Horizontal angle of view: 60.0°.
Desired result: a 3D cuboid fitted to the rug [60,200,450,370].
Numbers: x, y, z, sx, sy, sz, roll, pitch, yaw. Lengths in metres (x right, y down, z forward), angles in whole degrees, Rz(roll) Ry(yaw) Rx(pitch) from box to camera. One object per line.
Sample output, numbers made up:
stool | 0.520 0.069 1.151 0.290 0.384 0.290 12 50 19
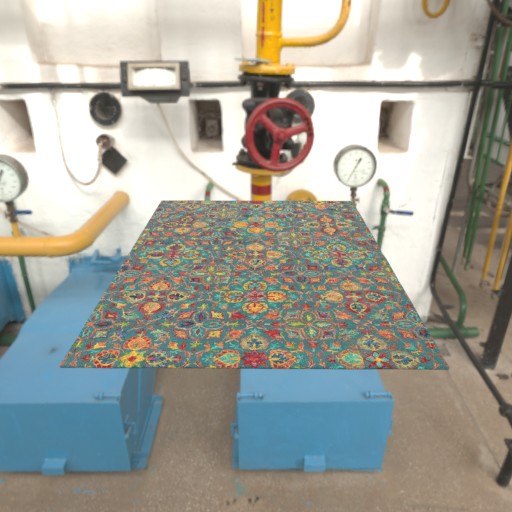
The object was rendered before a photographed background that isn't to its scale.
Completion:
rug | 0.000 0.000 4.194 2.434 0.025 3.204 0 26 0
